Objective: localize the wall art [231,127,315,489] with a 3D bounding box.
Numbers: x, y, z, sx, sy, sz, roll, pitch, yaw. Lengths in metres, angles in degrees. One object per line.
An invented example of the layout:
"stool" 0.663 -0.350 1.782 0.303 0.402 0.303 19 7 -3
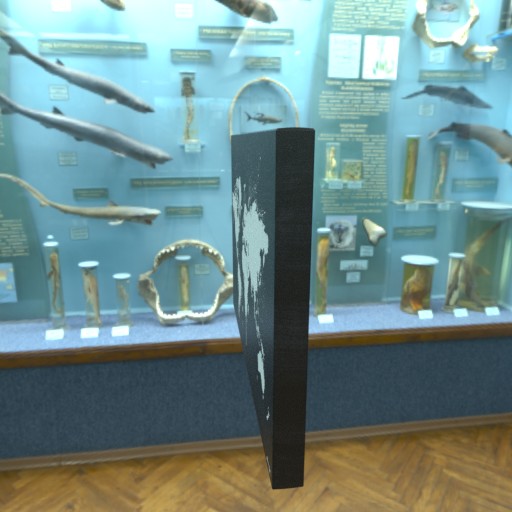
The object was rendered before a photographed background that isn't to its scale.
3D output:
"wall art" 0.000 0.000 0.761 0.038 0.409 0.610 -2 15 -7
